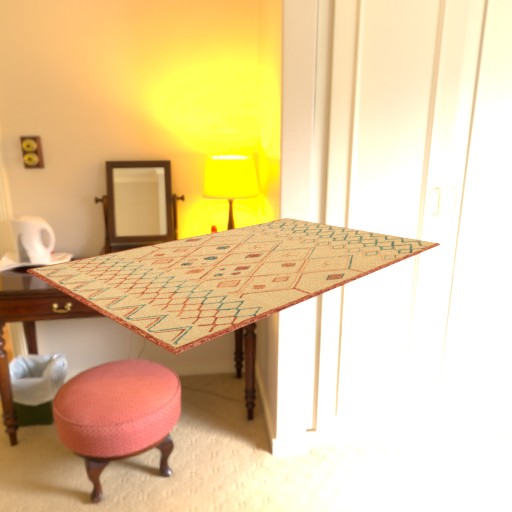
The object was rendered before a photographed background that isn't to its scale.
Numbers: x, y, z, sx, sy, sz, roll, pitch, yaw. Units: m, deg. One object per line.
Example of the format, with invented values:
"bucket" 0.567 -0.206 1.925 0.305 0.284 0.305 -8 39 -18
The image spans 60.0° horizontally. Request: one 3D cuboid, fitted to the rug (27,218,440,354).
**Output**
"rug" 0.000 0.000 3.023 1.524 0.015 2.438 14 21 42
